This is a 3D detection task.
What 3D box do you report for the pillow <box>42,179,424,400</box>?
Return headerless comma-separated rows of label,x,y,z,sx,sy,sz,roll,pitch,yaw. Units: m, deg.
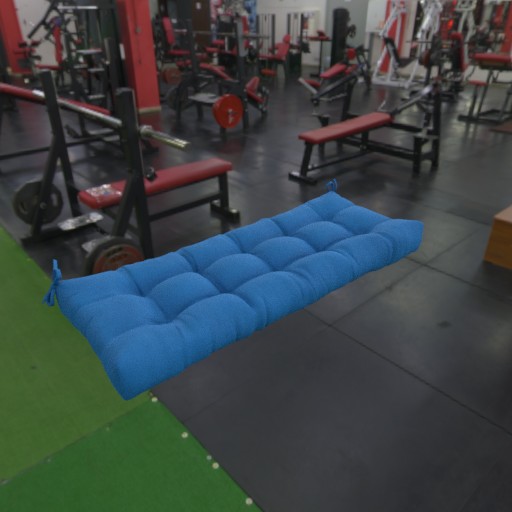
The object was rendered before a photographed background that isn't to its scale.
pillow,0.000,0.000,1.400,1.194,0.174,0.511,-22,36,-33
